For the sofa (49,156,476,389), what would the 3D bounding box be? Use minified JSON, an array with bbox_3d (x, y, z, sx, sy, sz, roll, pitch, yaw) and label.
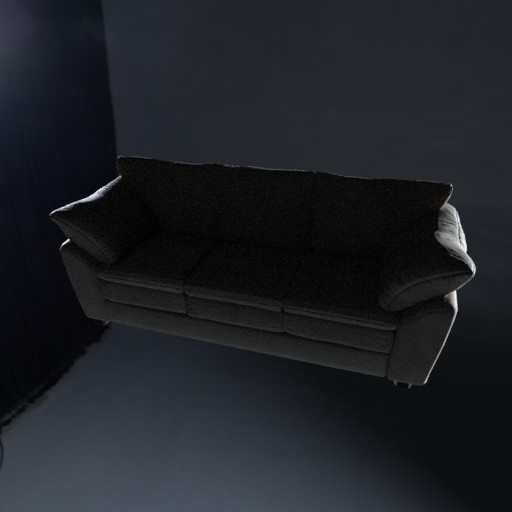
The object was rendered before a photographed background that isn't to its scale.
[{"bbox_3d":[0.000,0.000,2.758,2.334,0.996,0.878,8,27,16],"label":"sofa"}]
